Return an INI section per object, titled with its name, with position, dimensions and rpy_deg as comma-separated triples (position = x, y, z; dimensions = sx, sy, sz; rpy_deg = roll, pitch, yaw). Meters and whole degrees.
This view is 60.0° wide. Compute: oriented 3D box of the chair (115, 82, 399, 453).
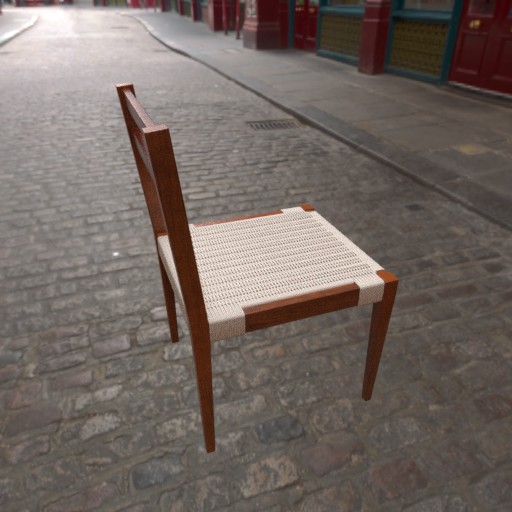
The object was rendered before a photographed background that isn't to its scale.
[chair]
position = 0.000, 0.000, 1.210
dimensions = 0.569, 0.851, 0.495
rpy_deg = -11, 32, -18
